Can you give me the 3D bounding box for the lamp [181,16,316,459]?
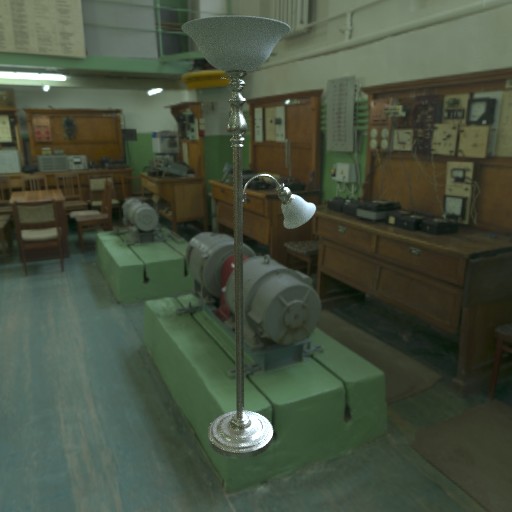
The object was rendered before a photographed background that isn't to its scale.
[{"bbox_3d":[0.000,0.000,1.939,0.575,1.785,0.405,-8,18,-27],"label":"lamp"}]
